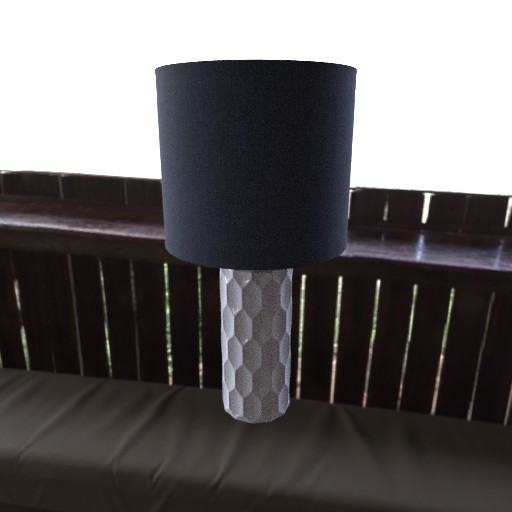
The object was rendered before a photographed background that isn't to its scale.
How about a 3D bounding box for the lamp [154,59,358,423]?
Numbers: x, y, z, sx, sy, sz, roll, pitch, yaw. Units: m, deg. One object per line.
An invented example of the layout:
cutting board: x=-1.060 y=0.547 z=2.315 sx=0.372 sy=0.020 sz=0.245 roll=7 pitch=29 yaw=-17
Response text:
lamp: x=0.000 y=0.000 z=0.695 sx=0.277 sy=0.537 sz=0.277 roll=-3 pitch=17 yaw=-9
